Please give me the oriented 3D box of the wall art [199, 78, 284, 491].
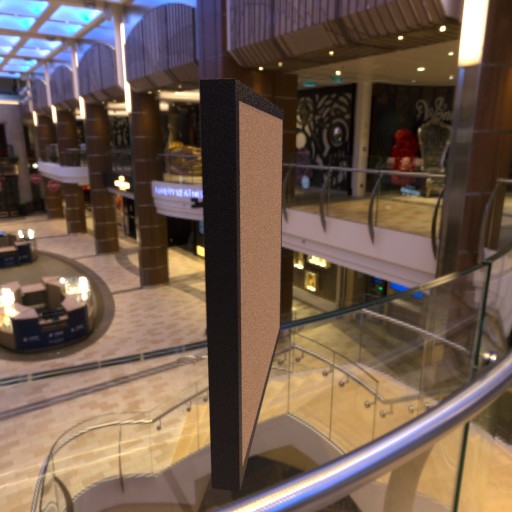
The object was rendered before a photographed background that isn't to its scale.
[{"bbox_3d":[0.000,0.000,0.764,0.038,0.508,0.508,2,15,9],"label":"wall art"}]
